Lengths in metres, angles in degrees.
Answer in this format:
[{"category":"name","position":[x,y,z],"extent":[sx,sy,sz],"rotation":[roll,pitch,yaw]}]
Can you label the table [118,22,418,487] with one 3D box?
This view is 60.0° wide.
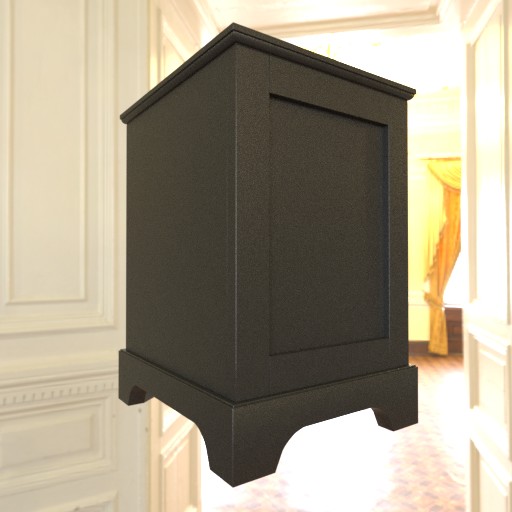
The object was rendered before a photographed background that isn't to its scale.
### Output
[{"category":"table","position":[0.000,0.000,0.882],"extent":[0.399,0.610,0.460],"rotation":[0,-1,-35]}]
